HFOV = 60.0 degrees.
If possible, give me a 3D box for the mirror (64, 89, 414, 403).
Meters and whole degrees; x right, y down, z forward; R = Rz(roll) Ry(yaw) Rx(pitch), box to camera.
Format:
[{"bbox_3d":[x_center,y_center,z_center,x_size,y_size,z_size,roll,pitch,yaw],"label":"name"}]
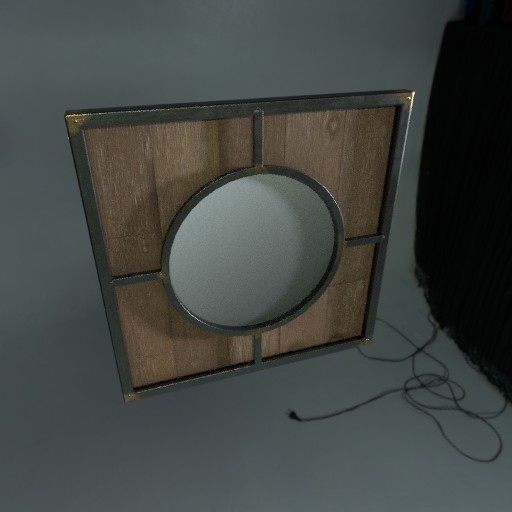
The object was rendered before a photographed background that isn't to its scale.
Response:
[{"bbox_3d":[0.000,0.000,0.564,0.382,0.381,0.020,-9,31,-16],"label":"mirror"}]
